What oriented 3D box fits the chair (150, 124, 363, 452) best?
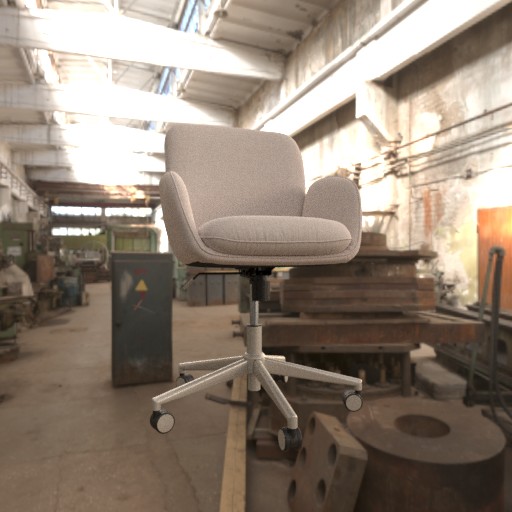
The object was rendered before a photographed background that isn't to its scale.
[{"bbox_3d":[0.000,0.000,1.370,0.648,0.959,0.633,0,0,-17],"label":"chair"}]
